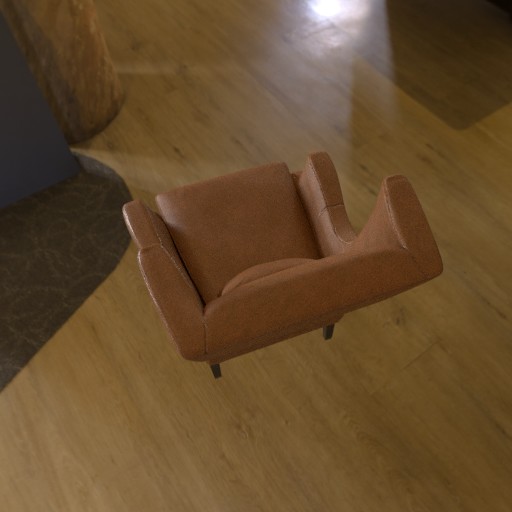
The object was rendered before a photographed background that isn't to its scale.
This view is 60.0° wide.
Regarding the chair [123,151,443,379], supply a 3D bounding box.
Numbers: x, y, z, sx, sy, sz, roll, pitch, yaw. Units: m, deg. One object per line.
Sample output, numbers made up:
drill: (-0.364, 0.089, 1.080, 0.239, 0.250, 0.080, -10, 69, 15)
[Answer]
chair: (0.000, 0.000, 1.665, 0.852, 1.016, 0.925, -17, 61, -10)
